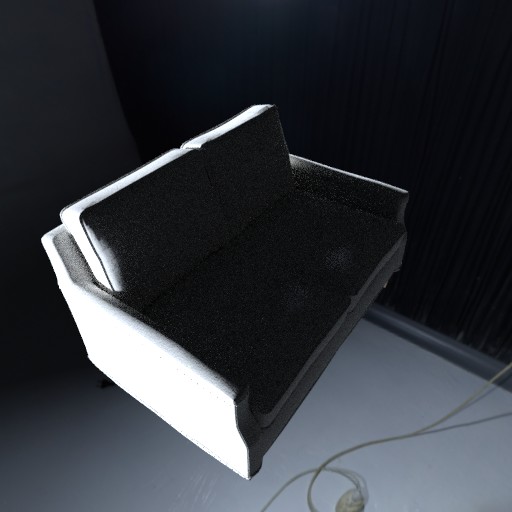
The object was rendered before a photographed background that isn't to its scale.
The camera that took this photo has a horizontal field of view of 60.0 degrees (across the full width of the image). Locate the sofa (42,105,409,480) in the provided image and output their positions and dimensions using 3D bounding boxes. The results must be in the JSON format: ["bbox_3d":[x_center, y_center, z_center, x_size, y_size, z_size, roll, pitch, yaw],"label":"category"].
[{"bbox_3d":[0.000,0.000,2.231,1.084,1.003,1.597,25,46,26],"label":"sofa"}]
